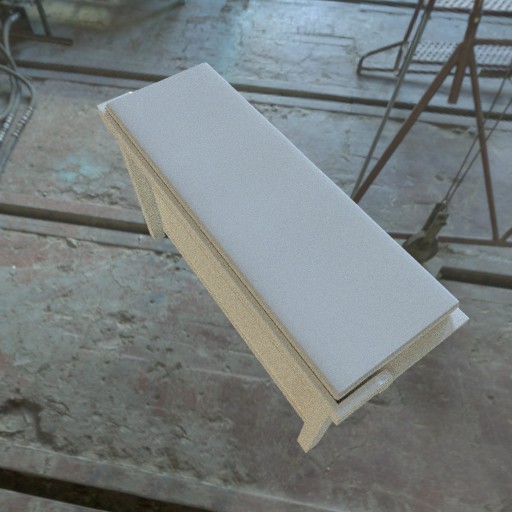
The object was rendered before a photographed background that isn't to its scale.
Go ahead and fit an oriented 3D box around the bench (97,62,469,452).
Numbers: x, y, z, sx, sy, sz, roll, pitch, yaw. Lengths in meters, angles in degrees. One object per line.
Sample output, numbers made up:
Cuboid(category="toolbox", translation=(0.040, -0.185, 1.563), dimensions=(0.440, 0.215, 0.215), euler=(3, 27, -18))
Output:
Cuboid(category="bench", translation=(0.000, 0.000, 1.254), dimensions=(0.346, 0.589, 0.987), euler=(-31, 63, -18))
